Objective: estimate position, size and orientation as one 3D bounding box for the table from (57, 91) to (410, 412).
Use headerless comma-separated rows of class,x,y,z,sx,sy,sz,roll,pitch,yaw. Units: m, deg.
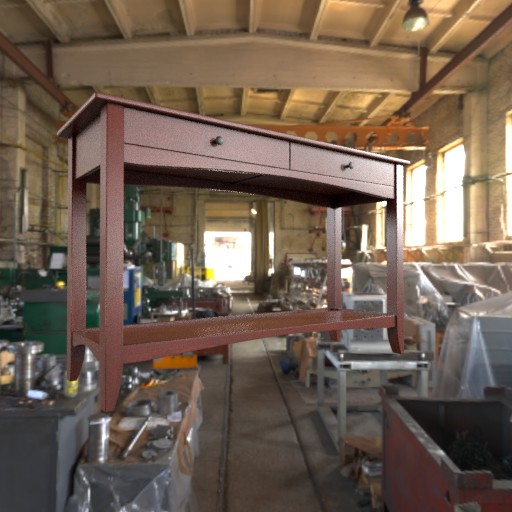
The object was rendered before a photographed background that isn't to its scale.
table,0.000,0.000,1.510,1.188,0.739,0.392,1,-1,-36
